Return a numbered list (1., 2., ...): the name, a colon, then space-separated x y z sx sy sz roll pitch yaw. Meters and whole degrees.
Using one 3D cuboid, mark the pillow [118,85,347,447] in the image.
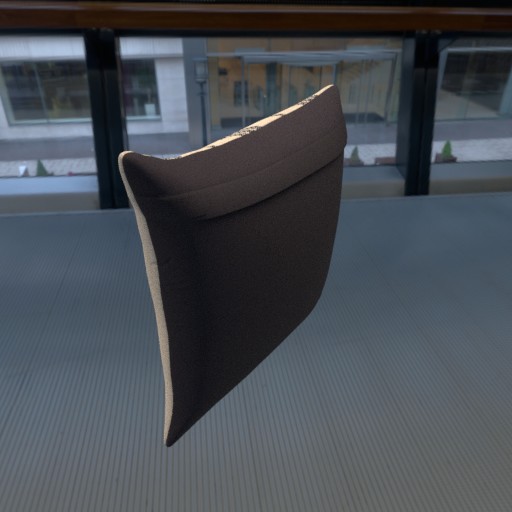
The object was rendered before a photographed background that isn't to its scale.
1. pillow: 0.000 0.000 0.629 0.173 0.406 0.405 21 37 30
